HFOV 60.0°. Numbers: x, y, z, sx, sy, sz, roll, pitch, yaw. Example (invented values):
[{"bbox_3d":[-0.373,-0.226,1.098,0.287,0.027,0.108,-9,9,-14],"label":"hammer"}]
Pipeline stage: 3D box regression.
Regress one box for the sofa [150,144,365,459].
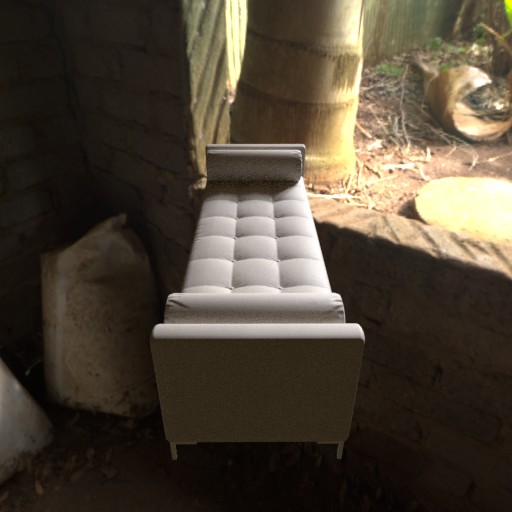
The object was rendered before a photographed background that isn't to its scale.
[{"bbox_3d":[0.000,0.000,2.382,0.686,0.635,1.981,0,32,0],"label":"sofa"}]
